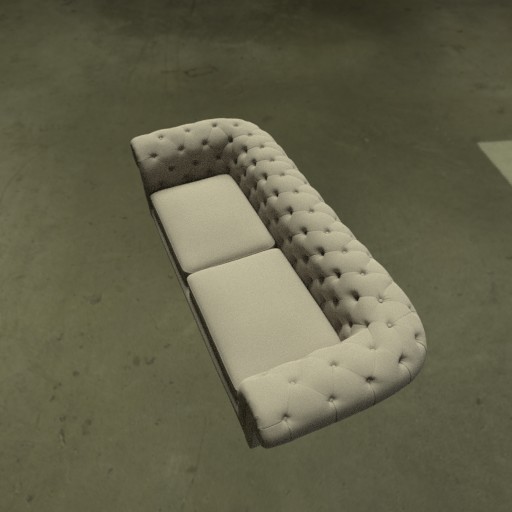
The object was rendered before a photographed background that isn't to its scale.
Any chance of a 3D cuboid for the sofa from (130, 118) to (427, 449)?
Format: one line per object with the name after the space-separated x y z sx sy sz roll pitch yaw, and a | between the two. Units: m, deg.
0.000 0.000 2.840 0.991 0.749 2.411 -18 50 -16 | sofa
